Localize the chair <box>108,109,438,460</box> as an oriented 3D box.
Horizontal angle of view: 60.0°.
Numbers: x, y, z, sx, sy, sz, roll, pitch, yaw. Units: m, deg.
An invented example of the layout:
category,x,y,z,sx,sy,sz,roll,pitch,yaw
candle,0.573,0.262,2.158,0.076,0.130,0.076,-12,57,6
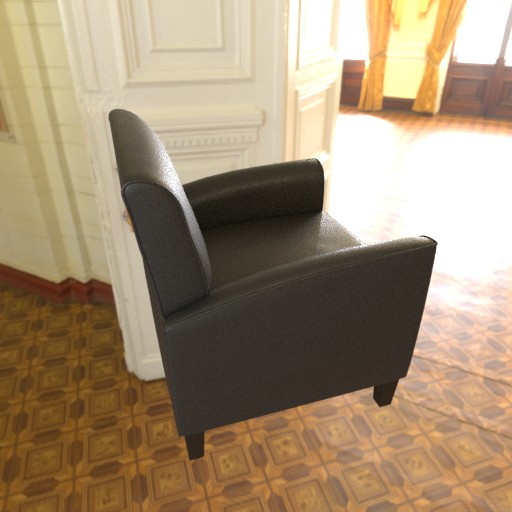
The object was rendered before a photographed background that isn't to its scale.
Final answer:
category,x,y,z,sx,sy,sz,roll,pitch,yaw
chair,0.000,0.000,1.525,0.819,0.916,0.820,-9,31,-16
